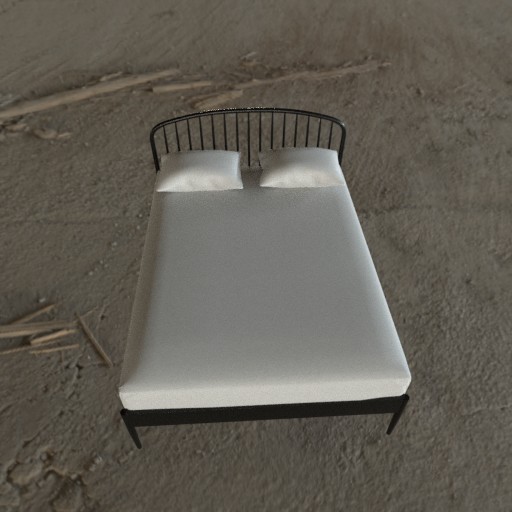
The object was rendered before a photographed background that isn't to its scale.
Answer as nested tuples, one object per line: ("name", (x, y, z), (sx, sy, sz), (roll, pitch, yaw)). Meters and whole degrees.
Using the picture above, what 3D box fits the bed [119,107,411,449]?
("bed", (0.000, 0.000, 3.132), (1.618, 1.166, 2.159), (-2, 45, -2))
